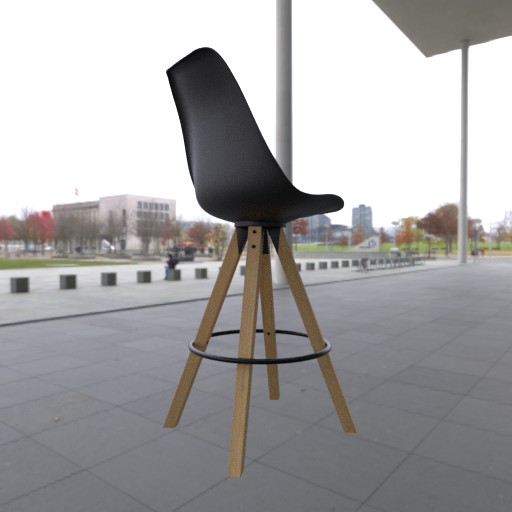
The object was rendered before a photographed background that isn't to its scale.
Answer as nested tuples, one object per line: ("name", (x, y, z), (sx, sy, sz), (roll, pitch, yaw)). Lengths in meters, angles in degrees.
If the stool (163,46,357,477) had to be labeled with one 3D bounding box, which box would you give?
("stool", (0.000, 0.000, 1.410), (0.550, 1.115, 0.485), (-1, 2, -37))
